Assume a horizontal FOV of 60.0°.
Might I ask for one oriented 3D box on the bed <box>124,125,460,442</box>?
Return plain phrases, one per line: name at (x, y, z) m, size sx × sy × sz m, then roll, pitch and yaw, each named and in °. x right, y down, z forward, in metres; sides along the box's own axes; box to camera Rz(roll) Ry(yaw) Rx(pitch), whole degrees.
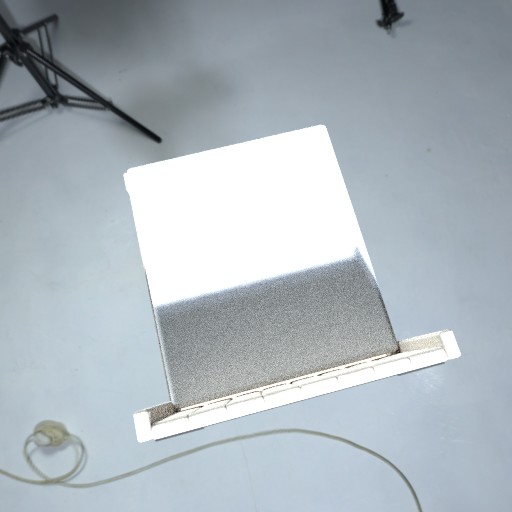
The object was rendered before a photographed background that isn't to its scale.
bed at (0.000, 0.000, 3.807) m, size 2.045 × 1.743 × 2.370 m, roll -14°, pitch 75°, yaw -4°
